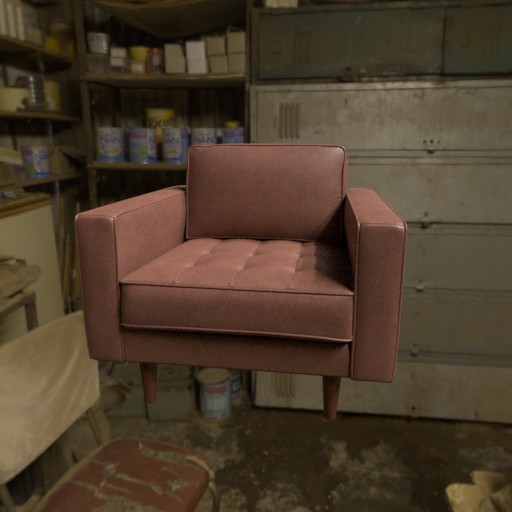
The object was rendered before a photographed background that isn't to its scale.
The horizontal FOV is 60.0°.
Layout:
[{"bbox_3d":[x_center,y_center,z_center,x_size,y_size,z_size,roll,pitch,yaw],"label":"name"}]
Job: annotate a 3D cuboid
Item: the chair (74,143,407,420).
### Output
[{"bbox_3d":[0.000,0.000,1.579,0.920,0.770,0.900,2,15,9],"label":"chair"}]
